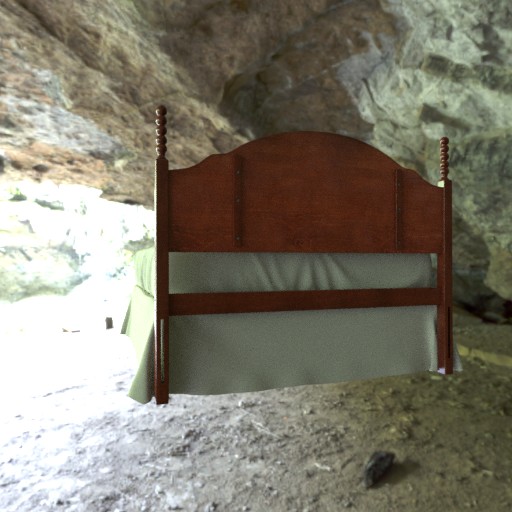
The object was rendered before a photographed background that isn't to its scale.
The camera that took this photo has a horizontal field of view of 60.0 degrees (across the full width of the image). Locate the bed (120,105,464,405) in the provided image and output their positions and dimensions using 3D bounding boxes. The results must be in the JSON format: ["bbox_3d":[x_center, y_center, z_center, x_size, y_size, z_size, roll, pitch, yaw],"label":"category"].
[{"bbox_3d":[0.000,0.000,3.204,1.873,1.356,2.040,0,0,-19],"label":"bed"}]
